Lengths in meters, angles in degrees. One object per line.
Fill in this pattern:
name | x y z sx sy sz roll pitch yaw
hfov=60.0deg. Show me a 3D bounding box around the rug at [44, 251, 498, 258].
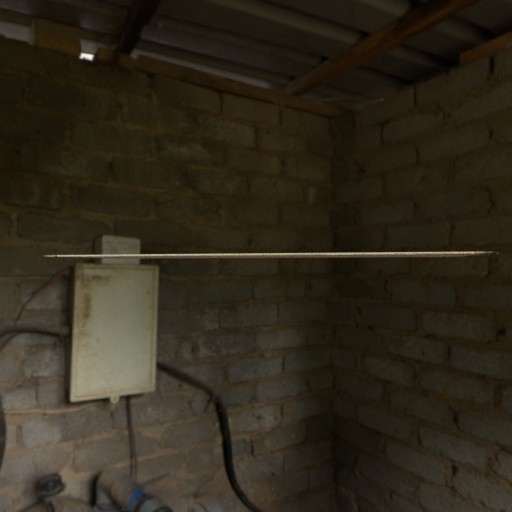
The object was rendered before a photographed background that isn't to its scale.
rug | 0.000 0.000 2.632 2.440 0.013 0.769 0 -1 19
